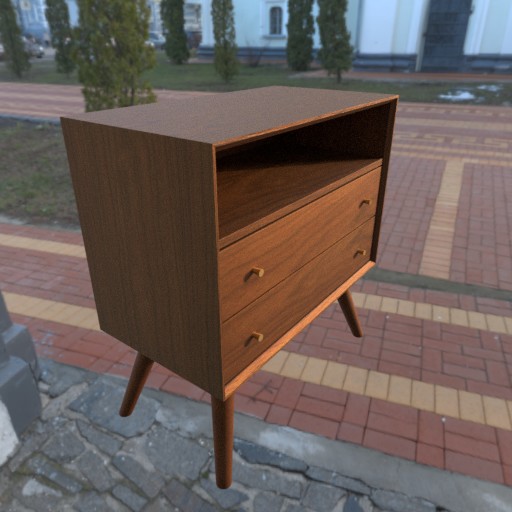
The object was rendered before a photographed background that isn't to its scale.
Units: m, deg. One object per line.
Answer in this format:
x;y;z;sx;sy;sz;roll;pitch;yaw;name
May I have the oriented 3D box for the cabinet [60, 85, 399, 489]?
0.000;0.000;1.145;0.388;0.748;0.712;19;32;33;cabinet
